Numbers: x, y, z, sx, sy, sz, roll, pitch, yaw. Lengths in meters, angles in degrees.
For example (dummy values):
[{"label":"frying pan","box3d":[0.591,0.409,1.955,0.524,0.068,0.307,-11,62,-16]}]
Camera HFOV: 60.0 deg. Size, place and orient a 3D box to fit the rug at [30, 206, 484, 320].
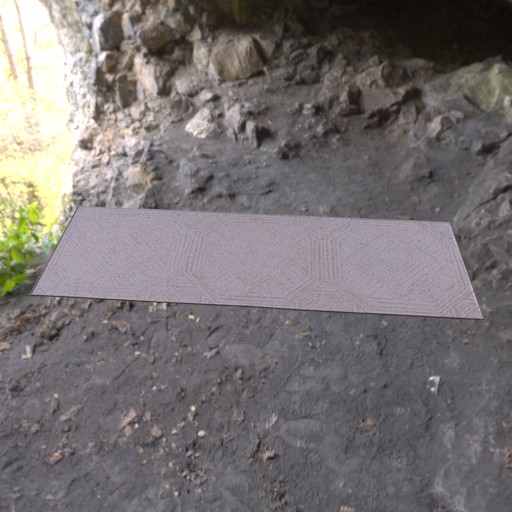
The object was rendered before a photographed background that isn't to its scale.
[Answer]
[{"label":"rug","box3d":[0.000,0.000,2.654,2.452,0.012,0.775,3,46,3]}]
